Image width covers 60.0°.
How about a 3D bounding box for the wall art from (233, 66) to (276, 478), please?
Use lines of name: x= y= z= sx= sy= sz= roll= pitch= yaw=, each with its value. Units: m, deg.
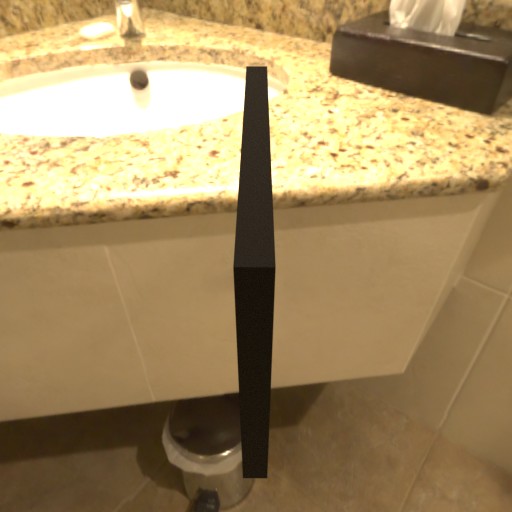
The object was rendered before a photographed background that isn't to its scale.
wall art: x=0.000 y=0.000 z=0.547 sx=0.028 sy=0.325 sz=0.397 roll=0 pitch=41 yaw=0
